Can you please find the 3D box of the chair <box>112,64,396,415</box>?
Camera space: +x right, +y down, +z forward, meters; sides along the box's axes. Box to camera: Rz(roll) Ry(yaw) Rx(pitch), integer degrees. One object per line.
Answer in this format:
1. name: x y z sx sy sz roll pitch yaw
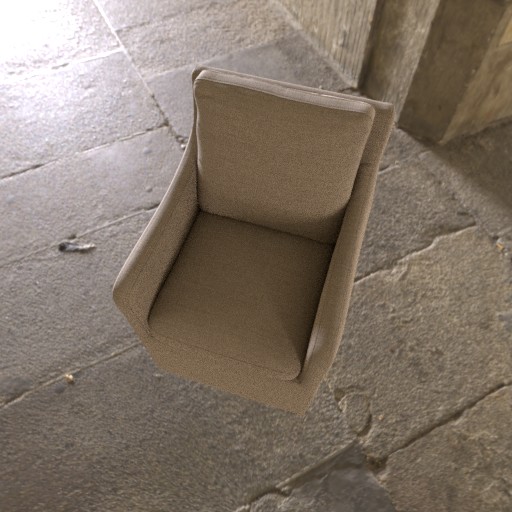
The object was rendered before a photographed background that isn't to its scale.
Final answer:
1. chair: 0.000 0.000 1.413 0.626 0.914 0.694 15 59 9
